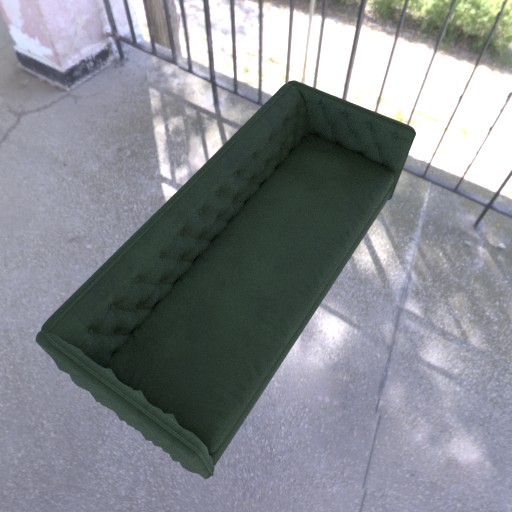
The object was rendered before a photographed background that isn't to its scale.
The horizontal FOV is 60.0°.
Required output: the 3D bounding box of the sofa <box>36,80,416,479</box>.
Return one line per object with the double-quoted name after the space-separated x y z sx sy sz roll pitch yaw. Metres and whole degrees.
0.000 0.000 2.562 0.895 0.771 2.209 29 61 18 "sofa"
